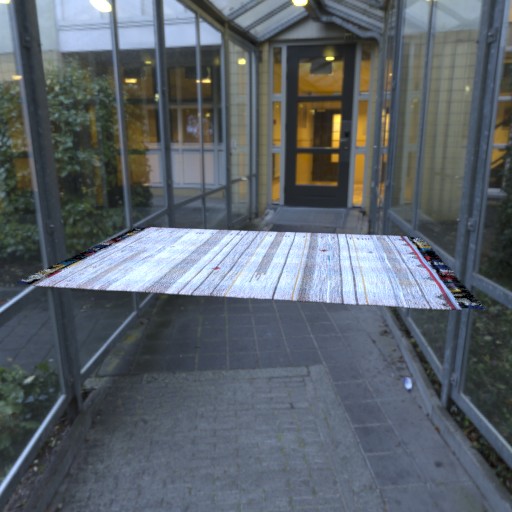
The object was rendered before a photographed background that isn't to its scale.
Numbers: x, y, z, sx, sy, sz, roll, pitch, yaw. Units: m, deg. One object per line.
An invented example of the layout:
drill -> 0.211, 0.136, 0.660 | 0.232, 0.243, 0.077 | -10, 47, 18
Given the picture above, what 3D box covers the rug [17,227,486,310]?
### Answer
rug -> 0.000, 0.000, 2.252 | 1.848, 0.012, 1.217 | 3, 15, 9
